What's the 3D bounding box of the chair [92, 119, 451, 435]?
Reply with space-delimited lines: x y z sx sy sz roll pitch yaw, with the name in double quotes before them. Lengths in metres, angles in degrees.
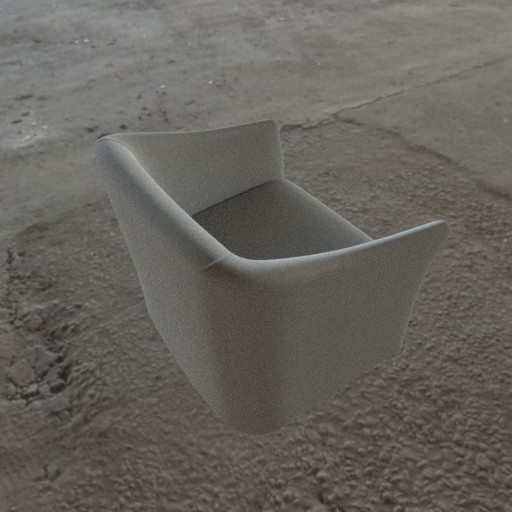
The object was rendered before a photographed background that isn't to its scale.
"chair" 0.000 0.000 1.370 0.700 0.720 0.790 -25 47 -25
